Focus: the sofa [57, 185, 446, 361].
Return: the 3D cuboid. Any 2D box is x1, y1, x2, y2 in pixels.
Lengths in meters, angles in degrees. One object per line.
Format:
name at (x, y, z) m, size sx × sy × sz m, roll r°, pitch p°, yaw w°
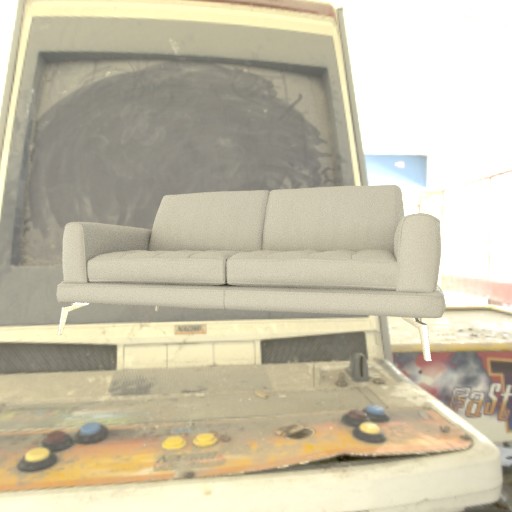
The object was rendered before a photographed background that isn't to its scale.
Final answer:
sofa at (0.000, 0.000, 2.800) m, size 2.177 × 0.930 × 1.121 m, roll 0°, pitch 1°, yaw 18°
